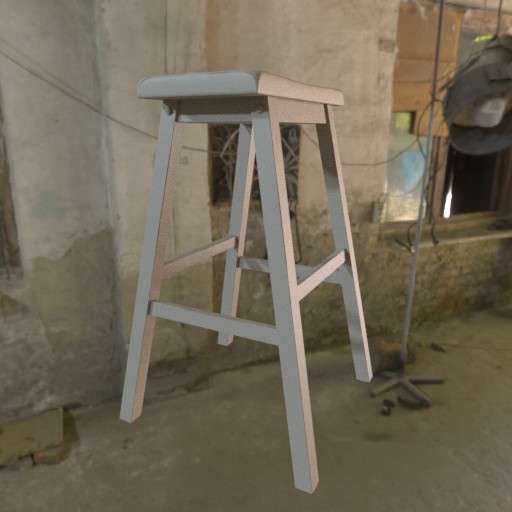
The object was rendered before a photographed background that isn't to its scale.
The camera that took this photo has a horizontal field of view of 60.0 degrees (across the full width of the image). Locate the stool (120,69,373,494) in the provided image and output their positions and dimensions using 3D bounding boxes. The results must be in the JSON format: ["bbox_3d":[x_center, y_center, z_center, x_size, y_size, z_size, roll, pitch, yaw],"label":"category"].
[{"bbox_3d":[0.000,0.000,1.016,0.476,0.737,0.457,8,18,27],"label":"stool"}]
